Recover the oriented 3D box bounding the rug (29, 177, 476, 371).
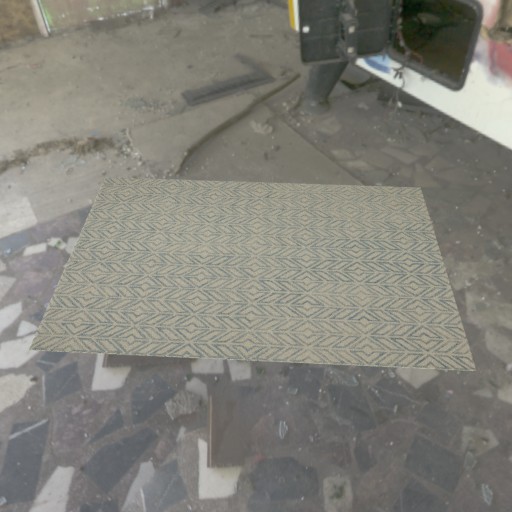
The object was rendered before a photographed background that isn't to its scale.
[{"bbox_3d":[0.000,0.000,2.921,2.441,0.008,1.526,2,48,2],"label":"rug"}]
